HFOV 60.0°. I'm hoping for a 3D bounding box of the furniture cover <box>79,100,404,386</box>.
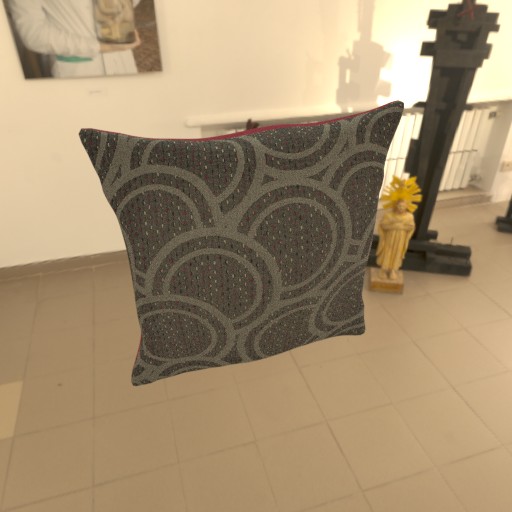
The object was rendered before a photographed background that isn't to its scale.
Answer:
[{"bbox_3d":[0.000,0.000,0.807,0.514,0.513,0.163,-10,34,-15],"label":"furniture cover"}]
